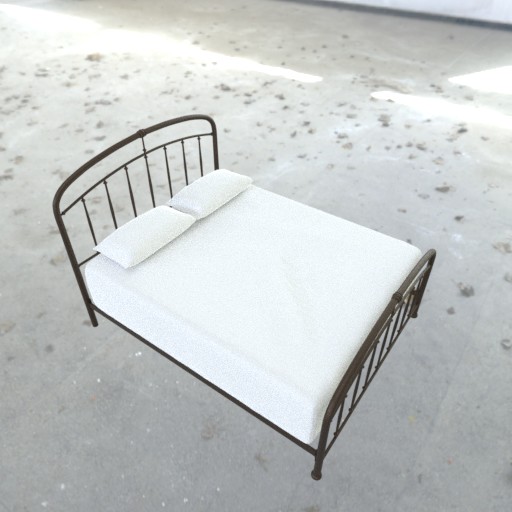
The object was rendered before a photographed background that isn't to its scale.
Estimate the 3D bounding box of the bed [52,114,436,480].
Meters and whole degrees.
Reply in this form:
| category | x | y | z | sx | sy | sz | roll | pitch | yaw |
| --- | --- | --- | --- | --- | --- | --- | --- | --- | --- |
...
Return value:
| category | x | y | z | sx | sy | sz | roll | pitch | yaw |
| --- | --- | --- | --- | --- | --- | --- | --- | --- | --- |
| bed | 0.000 | 0.000 | 3.286 | 2.180 | 1.425 | 1.711 | 25 | 46 | 27 |
